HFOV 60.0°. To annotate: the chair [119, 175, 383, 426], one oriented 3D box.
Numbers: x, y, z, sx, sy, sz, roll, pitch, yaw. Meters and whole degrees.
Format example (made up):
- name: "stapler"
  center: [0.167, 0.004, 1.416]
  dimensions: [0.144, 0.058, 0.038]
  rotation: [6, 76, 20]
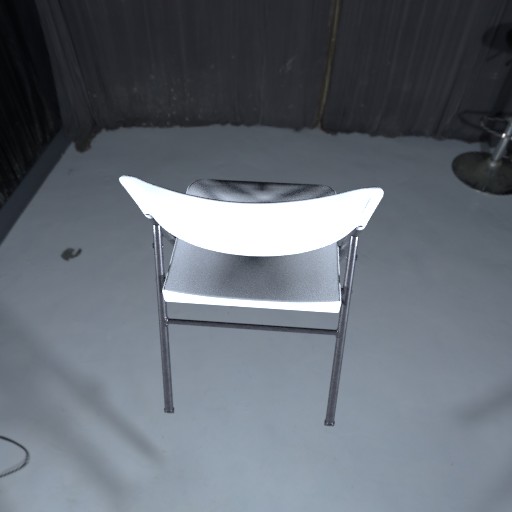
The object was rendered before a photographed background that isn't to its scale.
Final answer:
- name: "chair"
  center: [0.000, 0.000, 1.161]
  dimensions: [0.494, 0.810, 0.566]
  rotation: [3, 47, 3]
